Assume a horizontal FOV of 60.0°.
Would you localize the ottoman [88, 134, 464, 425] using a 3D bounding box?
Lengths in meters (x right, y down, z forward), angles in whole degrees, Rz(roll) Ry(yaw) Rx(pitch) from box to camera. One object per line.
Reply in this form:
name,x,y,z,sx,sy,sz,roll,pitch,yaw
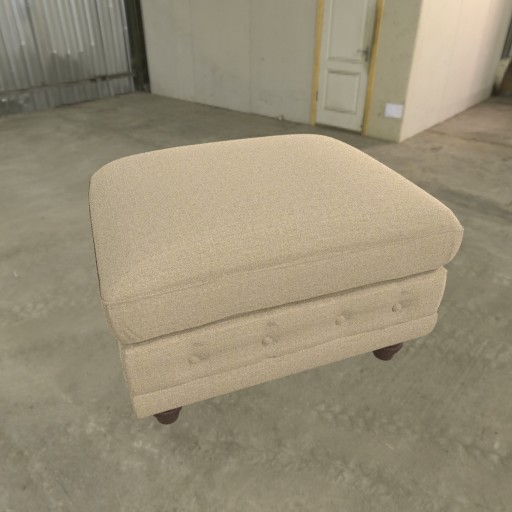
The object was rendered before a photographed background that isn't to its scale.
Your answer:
ottoman,0.000,0.000,1.029,0.684,0.463,0.541,-11,33,-17
